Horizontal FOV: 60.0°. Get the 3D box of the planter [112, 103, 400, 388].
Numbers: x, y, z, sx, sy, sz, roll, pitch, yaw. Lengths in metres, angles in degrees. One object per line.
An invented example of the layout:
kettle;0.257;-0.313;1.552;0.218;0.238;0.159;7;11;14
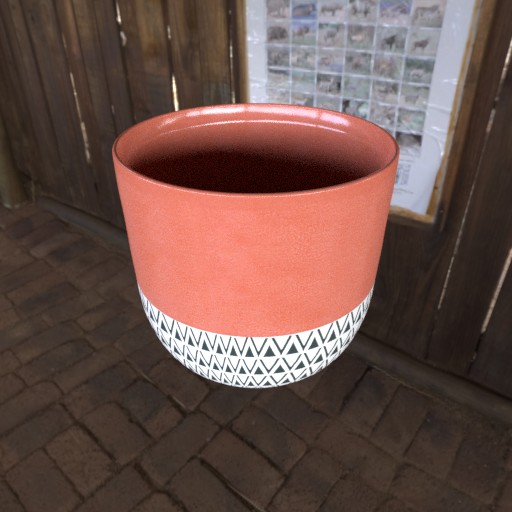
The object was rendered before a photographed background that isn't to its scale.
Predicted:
planter;0.000;0.000;0.496;0.266;0.270;0.266;0;32;0
